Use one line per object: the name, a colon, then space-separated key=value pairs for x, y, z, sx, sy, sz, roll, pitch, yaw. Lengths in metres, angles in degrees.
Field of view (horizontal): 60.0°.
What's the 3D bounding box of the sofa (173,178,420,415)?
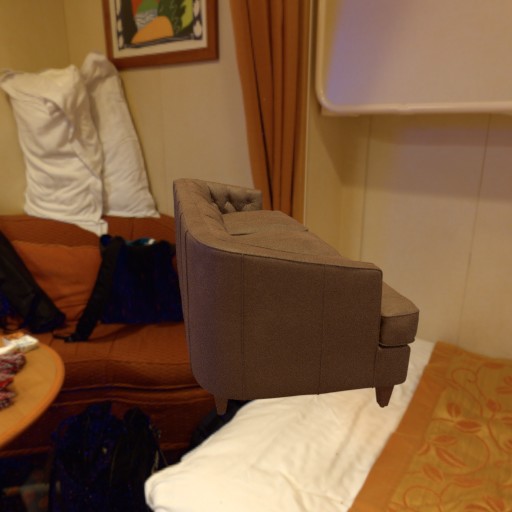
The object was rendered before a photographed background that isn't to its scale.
sofa: x=0.000 y=0.000 z=2.682 sx=0.927 sy=0.787 sz=2.227 roll=-3 pitch=17 yaw=-11
